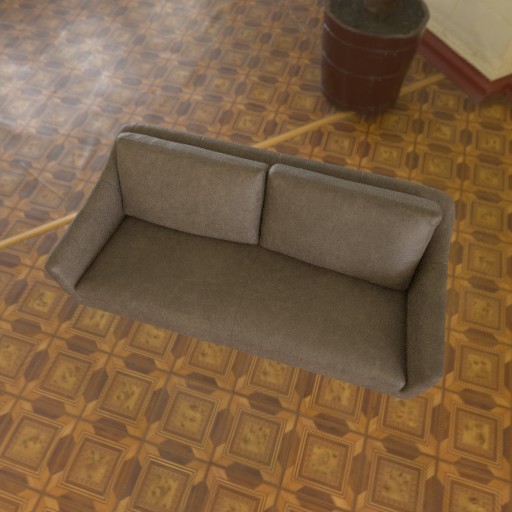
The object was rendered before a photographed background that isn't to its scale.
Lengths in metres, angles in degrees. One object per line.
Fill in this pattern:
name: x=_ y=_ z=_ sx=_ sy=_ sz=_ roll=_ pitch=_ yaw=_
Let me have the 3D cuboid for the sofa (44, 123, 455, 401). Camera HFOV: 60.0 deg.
sofa: x=0.000 y=0.000 z=2.483 sx=2.036 sy=0.902 sz=0.960 roll=15 pitch=60 yaw=9
